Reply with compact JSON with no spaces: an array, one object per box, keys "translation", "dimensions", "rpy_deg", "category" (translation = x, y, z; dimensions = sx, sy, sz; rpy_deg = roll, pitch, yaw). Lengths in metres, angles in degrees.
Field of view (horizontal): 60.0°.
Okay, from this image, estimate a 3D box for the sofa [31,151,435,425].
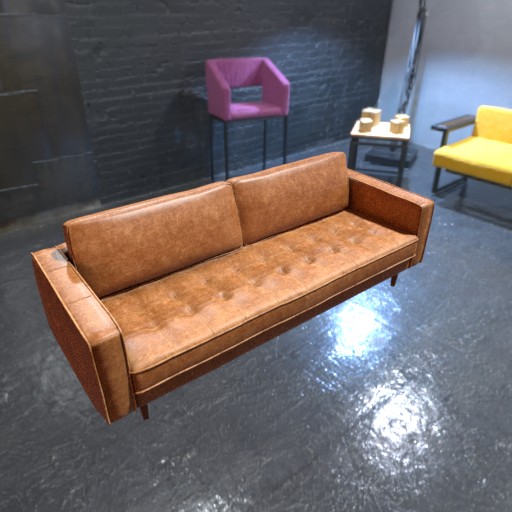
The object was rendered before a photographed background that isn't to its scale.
[{"translation":[0.000,0.000,2.555],"dimensions":[2.199,0.779,0.886],"rpy_deg":[-21,36,-32],"category":"sofa"}]
